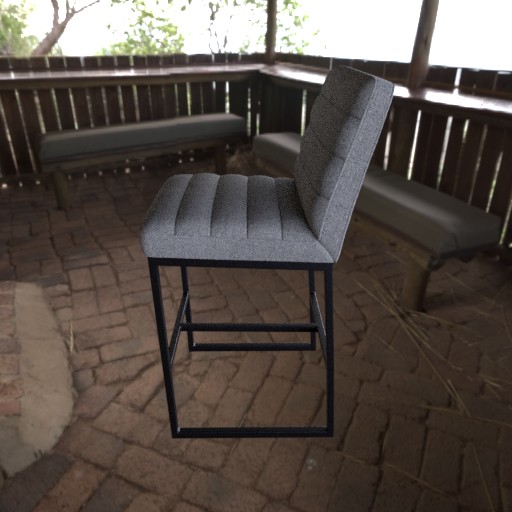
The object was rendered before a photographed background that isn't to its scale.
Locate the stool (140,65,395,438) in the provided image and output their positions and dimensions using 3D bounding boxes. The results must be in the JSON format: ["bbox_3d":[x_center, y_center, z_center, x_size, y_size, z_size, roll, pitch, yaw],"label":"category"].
[{"bbox_3d":[0.000,0.000,1.325,0.571,1.034,0.459,0,27,-1],"label":"stool"}]
